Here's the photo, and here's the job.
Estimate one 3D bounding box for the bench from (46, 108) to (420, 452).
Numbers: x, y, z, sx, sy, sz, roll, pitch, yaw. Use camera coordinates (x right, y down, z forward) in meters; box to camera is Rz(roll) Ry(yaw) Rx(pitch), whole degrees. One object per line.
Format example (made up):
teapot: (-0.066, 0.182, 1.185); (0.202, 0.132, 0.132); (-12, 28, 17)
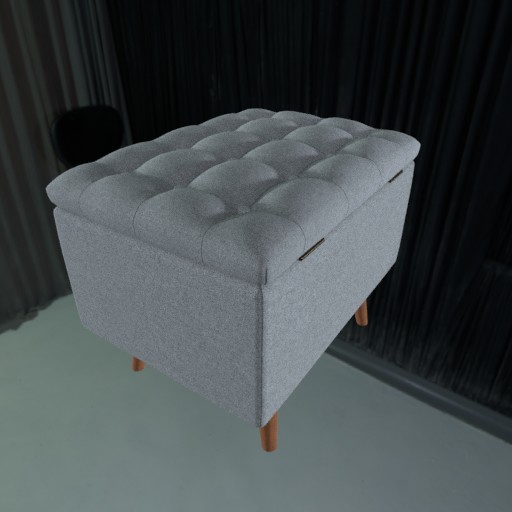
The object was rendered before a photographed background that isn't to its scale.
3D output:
bench: (0.000, 0.000, 0.886); (0.417, 0.469, 0.572); (20, 36, 29)
